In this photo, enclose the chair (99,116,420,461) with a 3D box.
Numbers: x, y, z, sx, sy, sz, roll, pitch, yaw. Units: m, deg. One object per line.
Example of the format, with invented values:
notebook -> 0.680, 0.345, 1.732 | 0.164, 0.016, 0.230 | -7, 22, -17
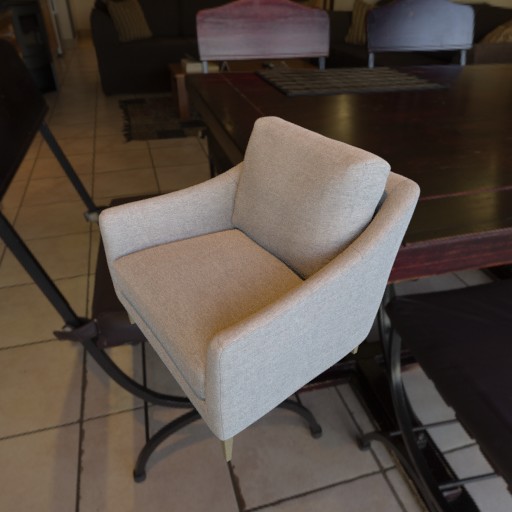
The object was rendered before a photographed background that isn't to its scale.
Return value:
chair -> 0.000, 0.000, 1.786 | 0.961, 0.902, 0.986 | -21, 38, -29
